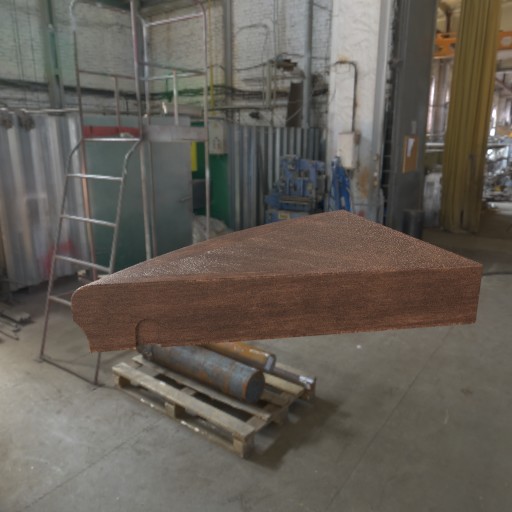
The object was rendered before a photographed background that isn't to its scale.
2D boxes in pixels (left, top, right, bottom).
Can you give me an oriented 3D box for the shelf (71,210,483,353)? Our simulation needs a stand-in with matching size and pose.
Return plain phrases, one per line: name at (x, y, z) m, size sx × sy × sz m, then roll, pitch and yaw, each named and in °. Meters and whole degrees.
shelf at (0.000, 0.000, 0.476) m, size 0.310 × 0.050 × 0.310 m, roll -3°, pitch 15°, yaw -10°
